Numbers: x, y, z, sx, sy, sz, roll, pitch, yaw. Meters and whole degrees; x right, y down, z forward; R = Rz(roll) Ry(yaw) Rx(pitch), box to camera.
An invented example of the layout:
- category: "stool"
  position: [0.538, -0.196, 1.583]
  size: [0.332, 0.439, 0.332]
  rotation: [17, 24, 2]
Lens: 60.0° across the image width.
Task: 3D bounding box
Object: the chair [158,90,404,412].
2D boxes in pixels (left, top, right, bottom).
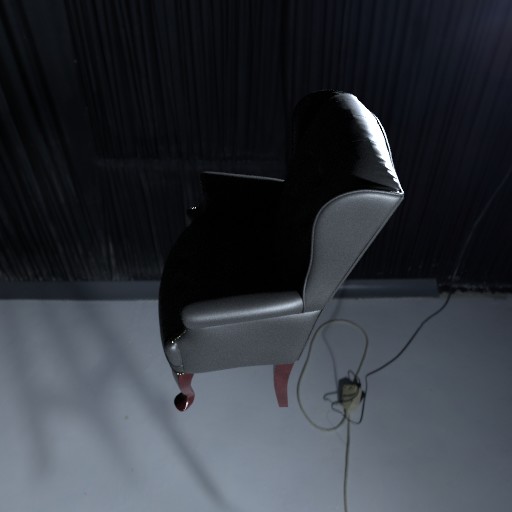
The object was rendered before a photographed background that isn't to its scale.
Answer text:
- category: "chair"
  position: [0.000, 0.000, 1.684]
  size: [0.762, 1.111, 0.838]
  rotation: [-1, 41, -1]
